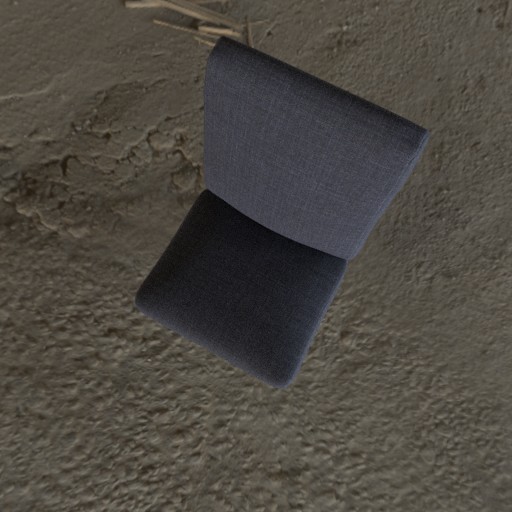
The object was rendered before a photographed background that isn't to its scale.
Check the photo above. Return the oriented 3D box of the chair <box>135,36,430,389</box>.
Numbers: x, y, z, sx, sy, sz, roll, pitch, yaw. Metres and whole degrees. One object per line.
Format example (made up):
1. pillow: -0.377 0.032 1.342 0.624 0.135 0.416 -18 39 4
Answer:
1. chair: 0.000 0.000 1.256 0.507 0.911 0.586 28 77 7
